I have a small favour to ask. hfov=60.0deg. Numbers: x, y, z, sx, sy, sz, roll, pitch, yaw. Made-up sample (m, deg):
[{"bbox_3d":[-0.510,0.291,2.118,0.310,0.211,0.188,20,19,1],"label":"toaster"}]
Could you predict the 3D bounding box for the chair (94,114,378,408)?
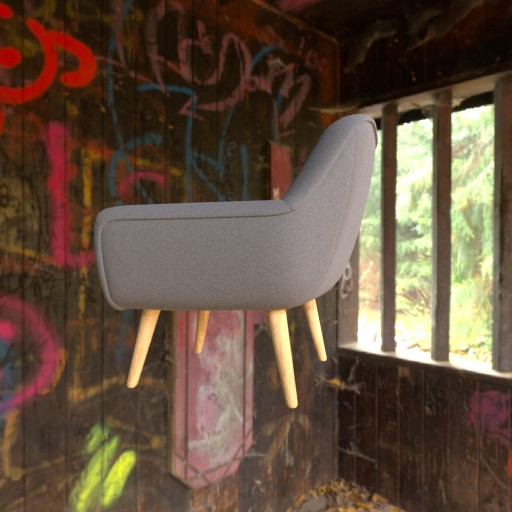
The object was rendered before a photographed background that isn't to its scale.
[{"bbox_3d":[0.000,0.000,1.481,0.779,0.800,0.770,0,1,17],"label":"chair"}]
